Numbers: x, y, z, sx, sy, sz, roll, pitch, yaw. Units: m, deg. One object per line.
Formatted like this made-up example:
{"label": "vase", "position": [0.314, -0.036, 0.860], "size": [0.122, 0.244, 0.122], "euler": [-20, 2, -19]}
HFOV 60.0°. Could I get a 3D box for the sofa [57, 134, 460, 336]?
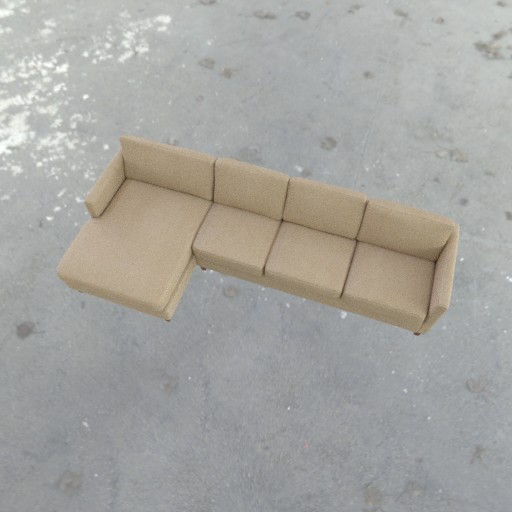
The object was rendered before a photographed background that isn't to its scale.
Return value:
{"label": "sofa", "position": [0.000, 0.000, 3.886], "size": [3.201, 0.876, 1.502], "euler": [16, 60, 10]}
